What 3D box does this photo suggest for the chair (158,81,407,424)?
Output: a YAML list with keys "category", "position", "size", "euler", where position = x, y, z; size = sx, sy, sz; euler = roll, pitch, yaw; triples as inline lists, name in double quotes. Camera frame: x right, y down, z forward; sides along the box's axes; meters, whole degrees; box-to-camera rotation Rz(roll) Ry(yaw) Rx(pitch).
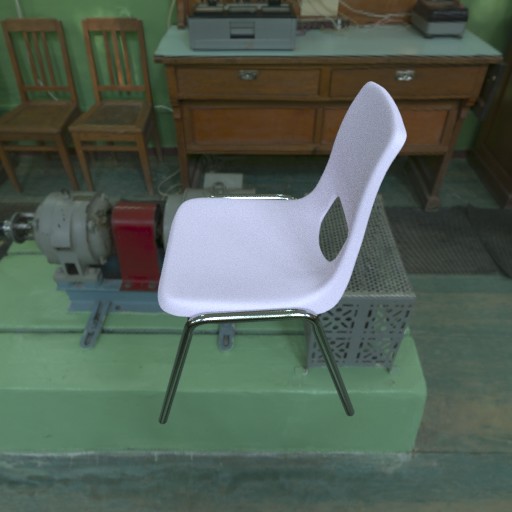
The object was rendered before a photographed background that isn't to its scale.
- category: "chair"
  position: [0.000, 0.000, 0.903]
  size: [0.436, 0.653, 0.381]
  euler: [-1, 42, -1]
